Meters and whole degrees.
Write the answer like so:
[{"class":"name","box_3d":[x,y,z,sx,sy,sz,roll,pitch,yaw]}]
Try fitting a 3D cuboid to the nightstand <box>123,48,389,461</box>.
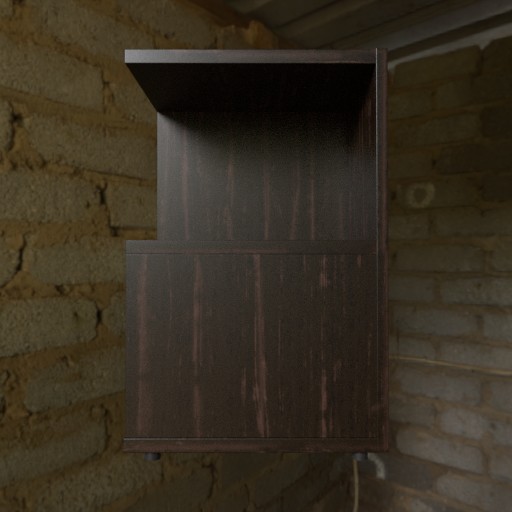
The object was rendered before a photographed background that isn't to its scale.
[{"class":"nightstand","box_3d":[0.000,0.000,0.796,0.356,0.559,0.400,0,-1,0]}]
